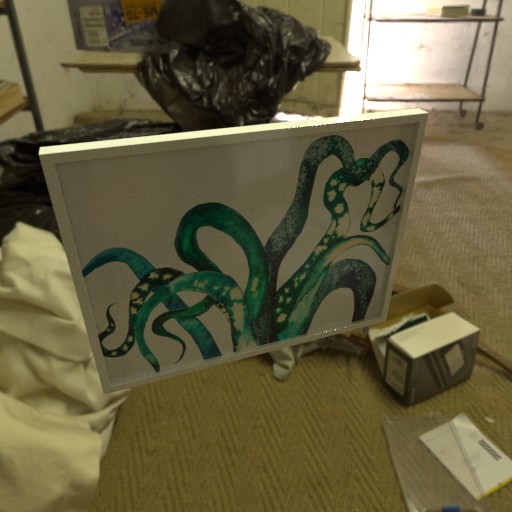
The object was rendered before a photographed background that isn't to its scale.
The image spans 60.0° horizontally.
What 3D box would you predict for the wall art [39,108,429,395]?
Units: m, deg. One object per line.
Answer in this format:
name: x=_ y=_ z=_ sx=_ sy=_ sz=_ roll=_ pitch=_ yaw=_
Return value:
wall art: x=0.000 y=0.000 z=1.362 sx=1.041 sy=0.787 sz=0.053 roll=-11 pitch=34 yaw=-17
